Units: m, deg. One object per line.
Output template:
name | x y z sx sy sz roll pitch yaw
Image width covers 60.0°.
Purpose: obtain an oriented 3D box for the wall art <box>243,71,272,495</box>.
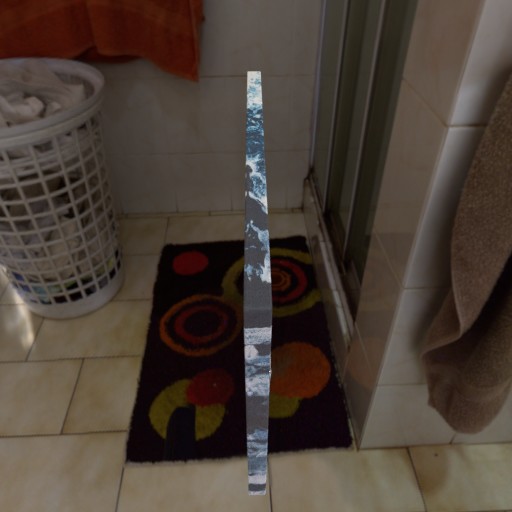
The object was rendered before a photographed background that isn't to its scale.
wall art | 0.000 0.000 1.125 0.042 0.610 0.915 0 41 0
